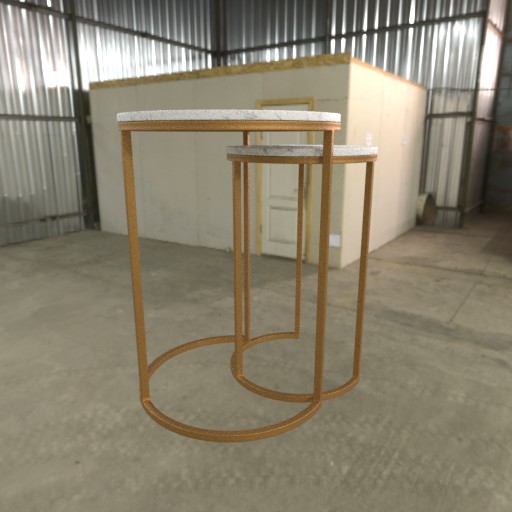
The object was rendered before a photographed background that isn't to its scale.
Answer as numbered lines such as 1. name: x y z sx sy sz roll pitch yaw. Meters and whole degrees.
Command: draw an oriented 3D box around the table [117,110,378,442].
1. table: 0.000 0.000 0.912 0.507 0.550 0.400 -8 17 -26
